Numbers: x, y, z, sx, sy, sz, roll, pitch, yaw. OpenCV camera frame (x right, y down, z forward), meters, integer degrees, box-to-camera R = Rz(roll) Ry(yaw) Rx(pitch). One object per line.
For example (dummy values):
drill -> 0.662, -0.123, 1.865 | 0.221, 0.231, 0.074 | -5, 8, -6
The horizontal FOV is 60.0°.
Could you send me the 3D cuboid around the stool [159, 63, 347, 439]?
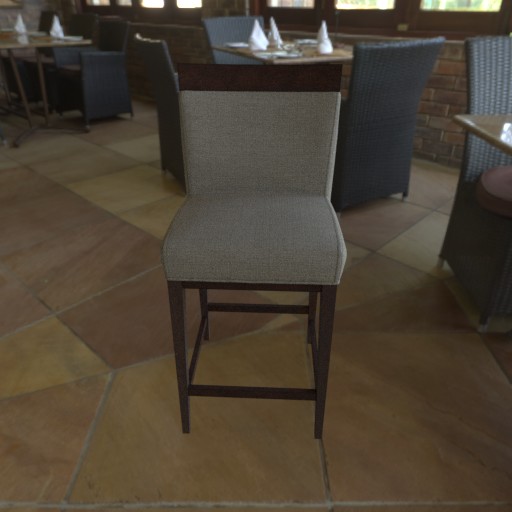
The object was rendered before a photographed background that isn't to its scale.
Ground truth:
stool -> 0.000, 0.000, 1.452 | 0.511, 1.117, 0.531 | 1, 30, 2
